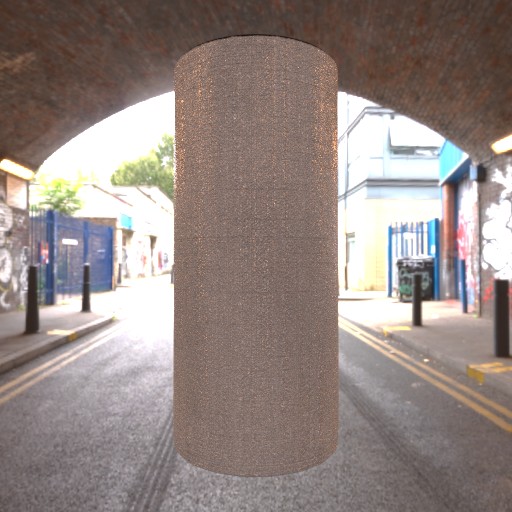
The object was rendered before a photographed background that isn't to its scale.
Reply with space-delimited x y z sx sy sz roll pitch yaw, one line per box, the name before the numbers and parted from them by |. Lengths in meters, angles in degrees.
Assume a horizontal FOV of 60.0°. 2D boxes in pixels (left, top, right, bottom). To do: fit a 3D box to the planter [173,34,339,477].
planter | 0.000 0.000 0.124 0.045 0.103 0.045 -1 -1 37
